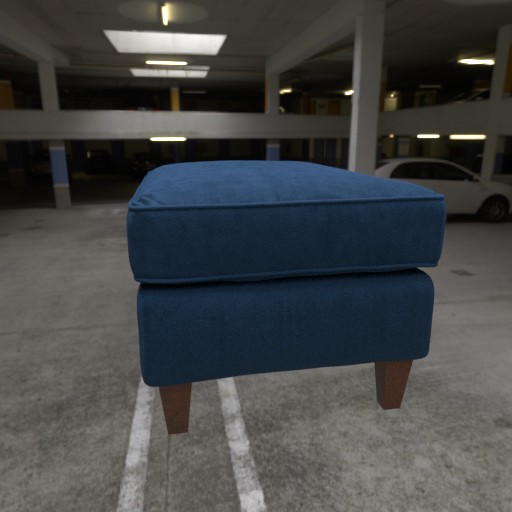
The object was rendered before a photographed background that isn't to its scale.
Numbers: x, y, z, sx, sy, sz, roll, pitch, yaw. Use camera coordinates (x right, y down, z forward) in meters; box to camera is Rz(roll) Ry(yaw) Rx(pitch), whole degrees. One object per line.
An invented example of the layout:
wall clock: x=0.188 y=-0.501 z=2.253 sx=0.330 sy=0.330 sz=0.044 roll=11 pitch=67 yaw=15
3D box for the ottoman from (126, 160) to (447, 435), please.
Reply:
ottoman: x=0.000 y=0.000 z=1.191 sx=0.583 sy=0.484 sz=0.862 roll=-3 pitch=16 yaw=-10
